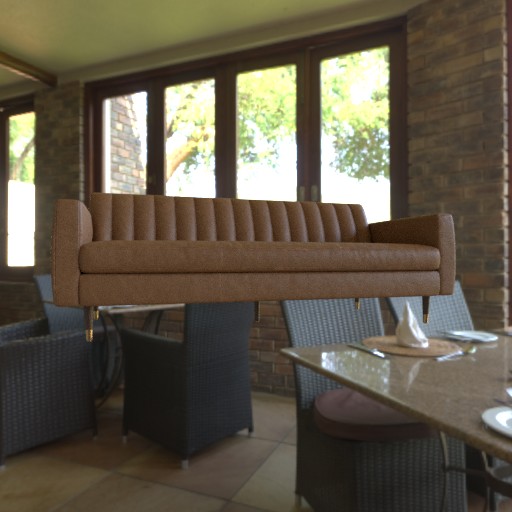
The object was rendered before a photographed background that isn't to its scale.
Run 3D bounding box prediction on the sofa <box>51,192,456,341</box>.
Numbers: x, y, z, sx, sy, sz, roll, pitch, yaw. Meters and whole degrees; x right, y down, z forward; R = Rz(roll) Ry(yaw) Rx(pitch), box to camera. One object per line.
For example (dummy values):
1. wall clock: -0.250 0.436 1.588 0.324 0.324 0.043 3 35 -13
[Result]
1. sofa: 0.000 0.000 2.777 2.291 0.821 0.990 0 0 -18
